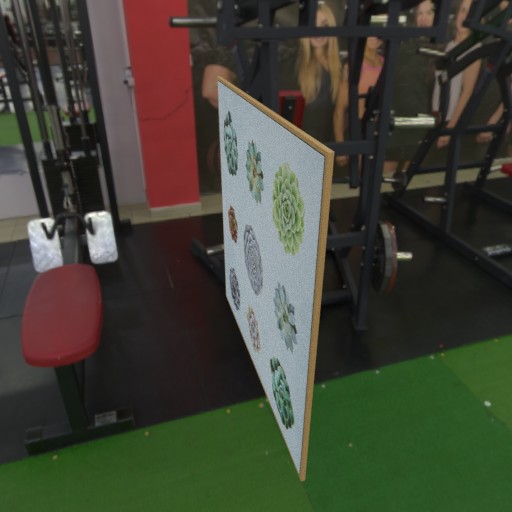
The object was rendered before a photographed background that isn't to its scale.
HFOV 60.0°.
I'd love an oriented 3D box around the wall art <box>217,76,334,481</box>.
[{"bbox_3d":[0.000,0.000,1.433,0.013,0.959,0.962,-8,31,-14],"label":"wall art"}]
